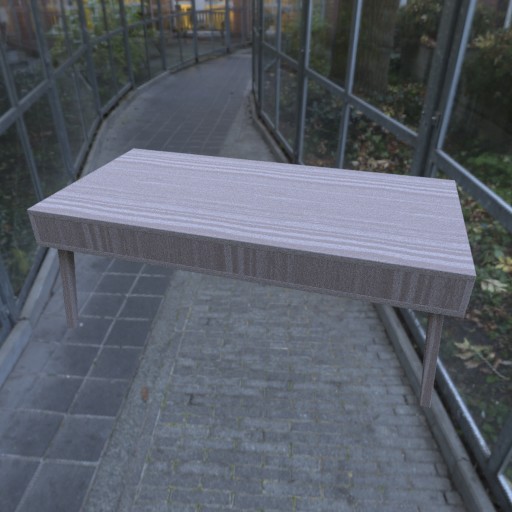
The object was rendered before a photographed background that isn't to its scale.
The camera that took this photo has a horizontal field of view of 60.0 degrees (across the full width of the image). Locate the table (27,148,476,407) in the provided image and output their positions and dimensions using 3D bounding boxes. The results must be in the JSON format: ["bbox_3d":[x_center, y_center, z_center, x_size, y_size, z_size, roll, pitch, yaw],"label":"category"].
[{"bbox_3d":[0.000,0.000,1.490,1.200,0.450,0.600,9,32,14],"label":"table"}]
